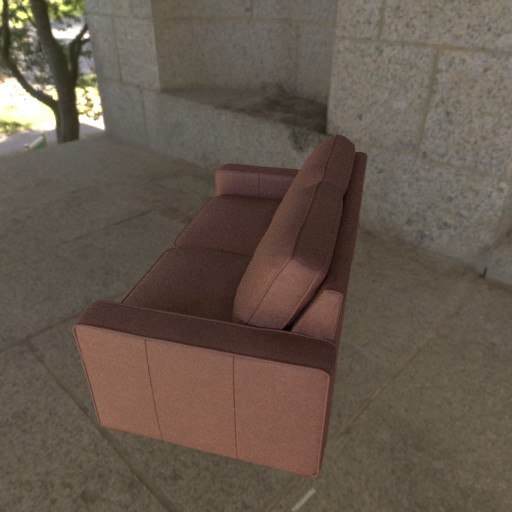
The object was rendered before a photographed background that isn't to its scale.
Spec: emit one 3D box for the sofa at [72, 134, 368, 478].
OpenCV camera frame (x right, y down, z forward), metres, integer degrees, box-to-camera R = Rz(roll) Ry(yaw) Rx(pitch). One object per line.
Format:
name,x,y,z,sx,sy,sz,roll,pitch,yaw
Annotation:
sofa,0.000,0.000,2.227,0.947,0.918,1.709,8,32,13
